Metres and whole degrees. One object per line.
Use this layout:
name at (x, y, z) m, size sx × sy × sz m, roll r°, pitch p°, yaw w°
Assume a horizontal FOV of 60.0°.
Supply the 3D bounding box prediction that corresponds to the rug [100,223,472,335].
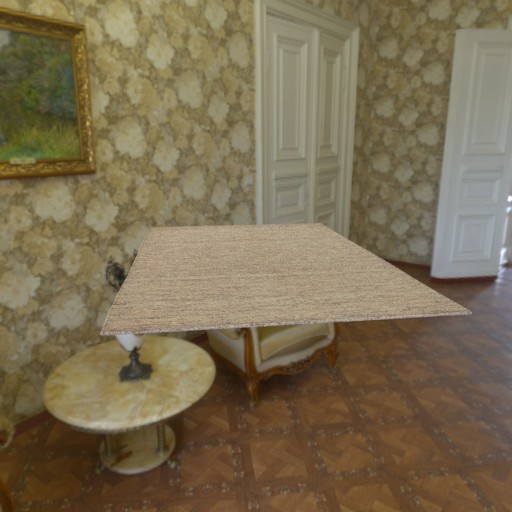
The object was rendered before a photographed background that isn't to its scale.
rug at (0.000, 0.000, 2.888) m, size 1.547 × 0.013 × 2.283 m, roll -2°, pitch 14°, yaw -8°
